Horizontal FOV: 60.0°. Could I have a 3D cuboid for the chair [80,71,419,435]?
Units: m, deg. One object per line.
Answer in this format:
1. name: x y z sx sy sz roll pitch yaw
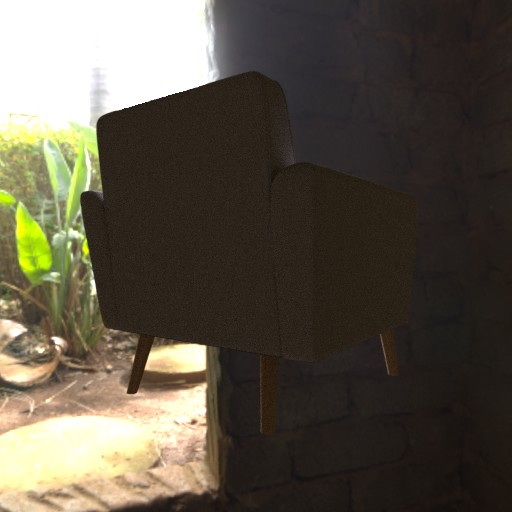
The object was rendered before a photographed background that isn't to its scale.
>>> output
1. chair: 0.000 0.000 1.358 0.780 0.780 0.750 1 1 36
